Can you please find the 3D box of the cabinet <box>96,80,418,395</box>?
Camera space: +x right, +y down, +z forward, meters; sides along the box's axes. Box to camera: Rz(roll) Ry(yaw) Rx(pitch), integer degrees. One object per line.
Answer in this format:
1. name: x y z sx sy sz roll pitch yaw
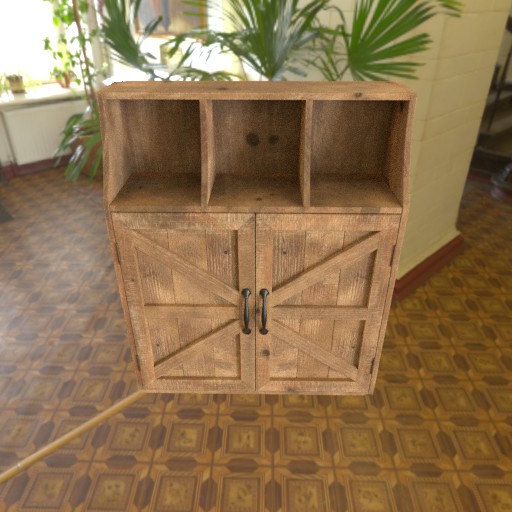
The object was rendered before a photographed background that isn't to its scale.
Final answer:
1. cabinet: 0.000 0.000 0.834 0.489 0.590 0.184 0 31 1
